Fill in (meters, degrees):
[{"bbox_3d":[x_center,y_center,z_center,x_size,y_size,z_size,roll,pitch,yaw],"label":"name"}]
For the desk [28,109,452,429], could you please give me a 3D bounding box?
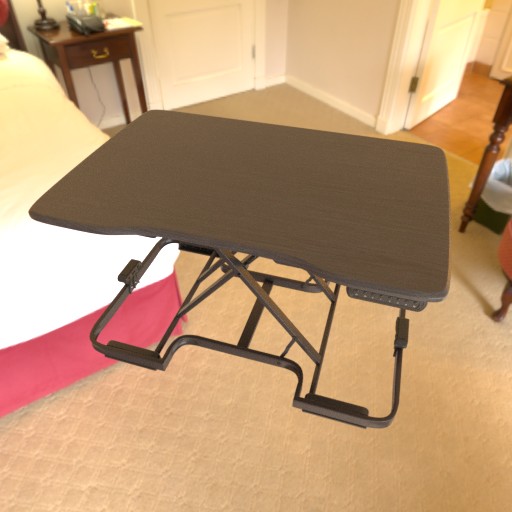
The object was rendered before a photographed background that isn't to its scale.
[{"bbox_3d":[0.000,0.000,1.130,0.820,0.470,0.546,11,42,13],"label":"desk"}]
